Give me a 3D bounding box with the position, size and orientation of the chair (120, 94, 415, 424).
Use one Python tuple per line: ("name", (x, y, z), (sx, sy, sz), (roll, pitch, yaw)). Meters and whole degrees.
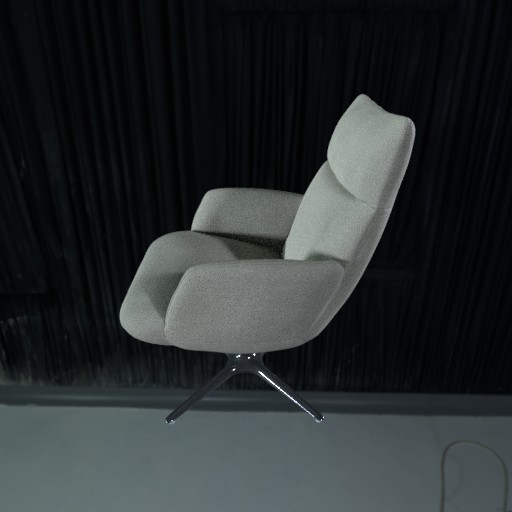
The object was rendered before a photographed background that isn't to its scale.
("chair", (0.000, 0.000, 1.555), (0.889, 1.016, 0.711), (0, 27, -1))
